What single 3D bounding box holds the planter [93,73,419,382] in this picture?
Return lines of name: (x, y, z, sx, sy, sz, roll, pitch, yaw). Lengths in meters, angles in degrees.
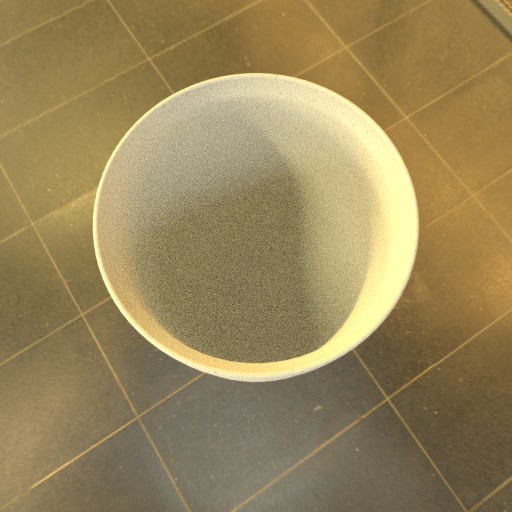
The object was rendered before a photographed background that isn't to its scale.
planter: (0.000, 0.000, 0.491, 0.268, 0.270, 0.268, 0, 74, 0)
